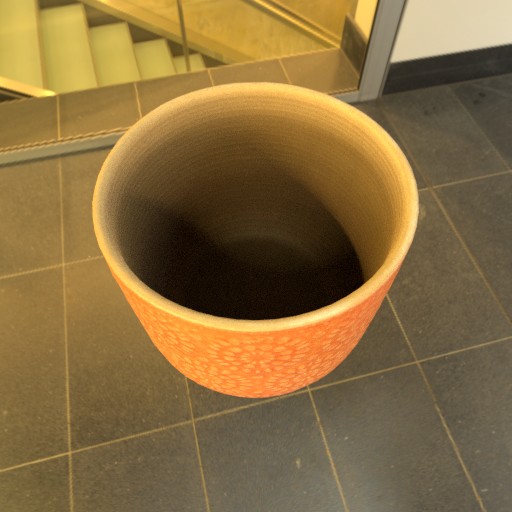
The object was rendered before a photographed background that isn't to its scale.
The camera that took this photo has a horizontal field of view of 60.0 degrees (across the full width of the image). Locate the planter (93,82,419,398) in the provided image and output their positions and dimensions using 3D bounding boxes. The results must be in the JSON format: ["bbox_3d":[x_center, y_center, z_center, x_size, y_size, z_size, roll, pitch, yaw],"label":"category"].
[{"bbox_3d":[0.000,0.000,0.289,0.170,0.152,0.170,0,59,0],"label":"planter"}]
